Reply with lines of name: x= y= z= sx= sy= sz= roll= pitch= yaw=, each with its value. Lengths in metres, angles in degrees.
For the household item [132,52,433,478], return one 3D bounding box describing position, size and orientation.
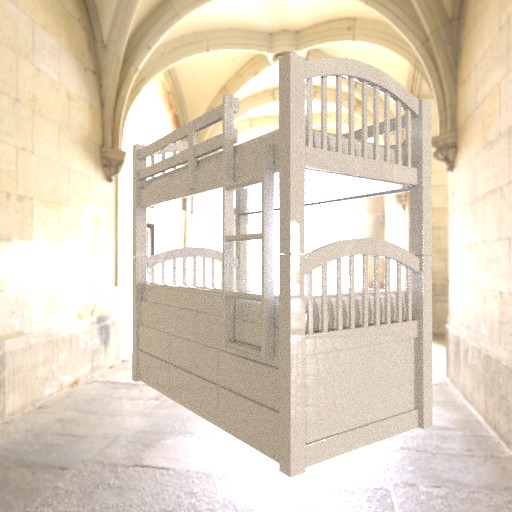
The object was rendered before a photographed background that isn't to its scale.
household item: x=0.000 y=0.000 z=3.148 sx=1.143 sy=2.032 sz=2.032 roll=0 pitch=-1 yaw=-35
